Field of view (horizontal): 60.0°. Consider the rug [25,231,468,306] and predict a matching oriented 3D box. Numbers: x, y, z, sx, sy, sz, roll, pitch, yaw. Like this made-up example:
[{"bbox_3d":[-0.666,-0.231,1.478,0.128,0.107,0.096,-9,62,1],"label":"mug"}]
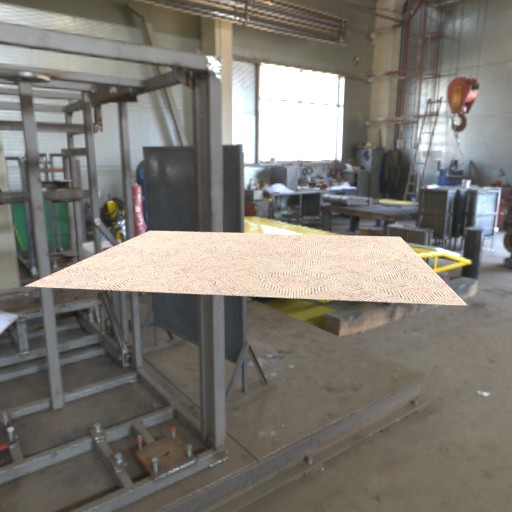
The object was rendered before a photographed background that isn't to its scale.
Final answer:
[{"bbox_3d":[0.000,0.000,4.187,3.046,0.008,2.442,2,13,8],"label":"rug"}]
